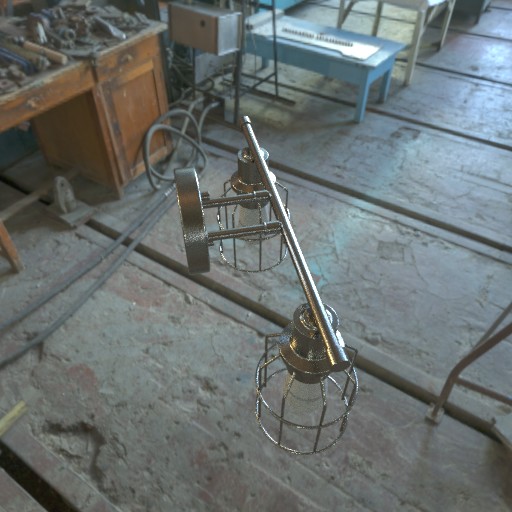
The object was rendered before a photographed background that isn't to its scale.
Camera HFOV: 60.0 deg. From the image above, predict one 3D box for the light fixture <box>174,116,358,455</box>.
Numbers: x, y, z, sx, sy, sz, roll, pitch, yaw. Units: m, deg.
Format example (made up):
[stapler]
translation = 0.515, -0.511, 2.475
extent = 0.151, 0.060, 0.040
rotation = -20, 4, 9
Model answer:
[light fixture]
translation = 0.000, 0.000, 0.542
extent = 0.165, 0.254, 0.406
rotation = -9, 46, -8
